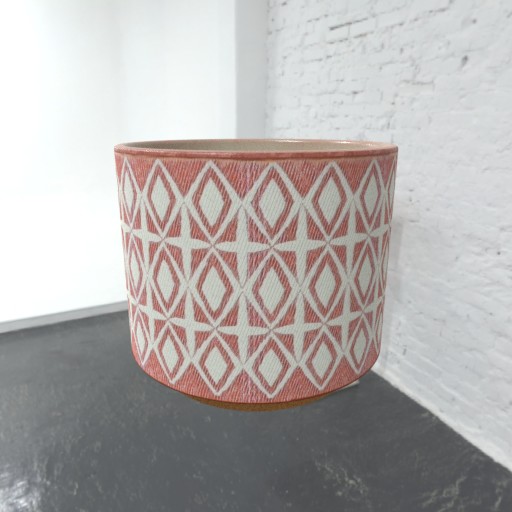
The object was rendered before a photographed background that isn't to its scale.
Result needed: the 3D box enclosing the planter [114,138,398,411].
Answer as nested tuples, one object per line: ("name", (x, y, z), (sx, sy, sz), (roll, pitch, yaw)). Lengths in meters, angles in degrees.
("planter", (0.000, 0.000, 0.479), (0.273, 0.237, 0.273), (0, 17, 0))
